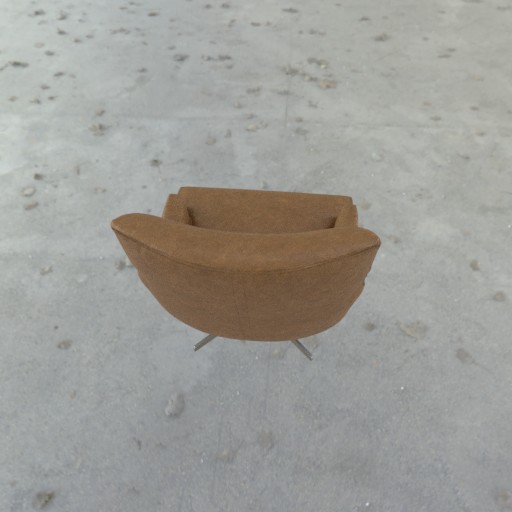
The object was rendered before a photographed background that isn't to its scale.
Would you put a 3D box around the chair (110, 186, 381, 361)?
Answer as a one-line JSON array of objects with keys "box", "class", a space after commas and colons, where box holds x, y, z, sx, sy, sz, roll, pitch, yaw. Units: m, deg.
[{"box": [0.000, 0.000, 1.546, 0.729, 0.869, 0.874, 4, 47, 4], "class": "chair"}]
